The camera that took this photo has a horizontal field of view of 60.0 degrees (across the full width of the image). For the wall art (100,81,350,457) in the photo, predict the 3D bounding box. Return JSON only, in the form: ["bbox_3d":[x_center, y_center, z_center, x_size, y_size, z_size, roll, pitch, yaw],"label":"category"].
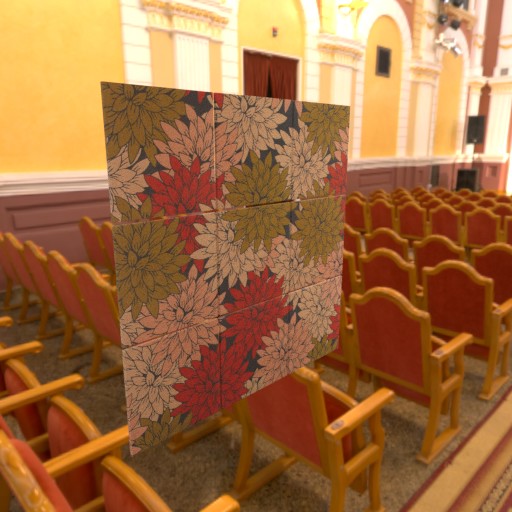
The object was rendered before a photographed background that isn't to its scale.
[{"bbox_3d":[0.000,0.000,1.793,1.206,1.218,0.013,-13,20,-43],"label":"wall art"}]
